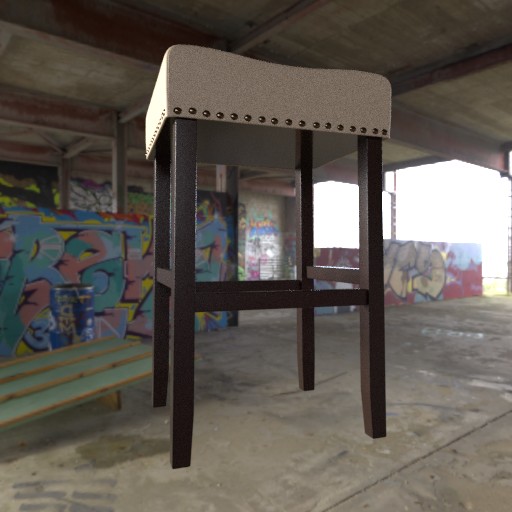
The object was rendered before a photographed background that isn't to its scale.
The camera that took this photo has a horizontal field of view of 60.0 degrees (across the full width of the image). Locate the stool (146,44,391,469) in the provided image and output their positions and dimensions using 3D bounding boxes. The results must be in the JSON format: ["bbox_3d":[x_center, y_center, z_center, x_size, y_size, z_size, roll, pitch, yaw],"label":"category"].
[{"bbox_3d":[0.000,0.000,1.034,0.471,0.762,0.401,0,0,-19],"label":"stool"}]
